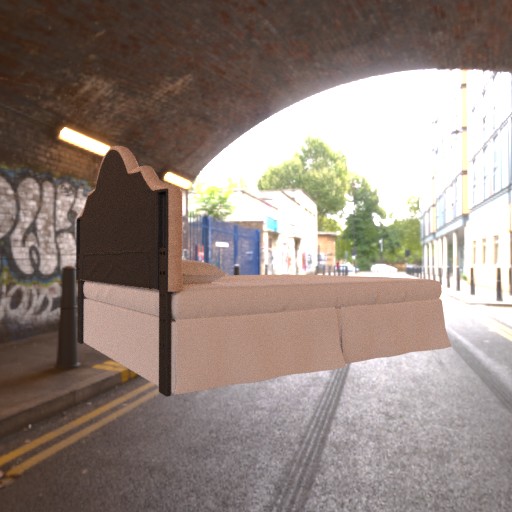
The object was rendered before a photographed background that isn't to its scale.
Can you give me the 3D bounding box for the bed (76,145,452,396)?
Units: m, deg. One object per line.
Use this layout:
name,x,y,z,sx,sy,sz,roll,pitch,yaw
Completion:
bed,0.000,0.000,2.996,1.970,1.194,1.667,1,-1,-35
